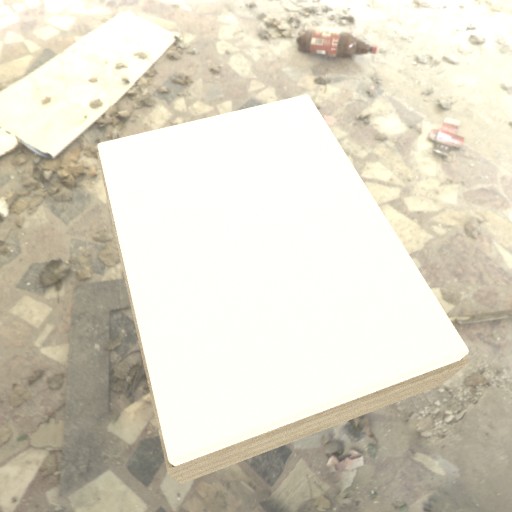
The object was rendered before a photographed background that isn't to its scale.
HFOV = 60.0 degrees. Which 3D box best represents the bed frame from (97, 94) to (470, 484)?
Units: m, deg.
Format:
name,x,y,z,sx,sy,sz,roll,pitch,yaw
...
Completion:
name,x,y,z,sx,sy,sz,roll,pitch,yaw
bed frame,0.000,0.000,2.564,1.448,0.490,1.944,-17,60,-10
